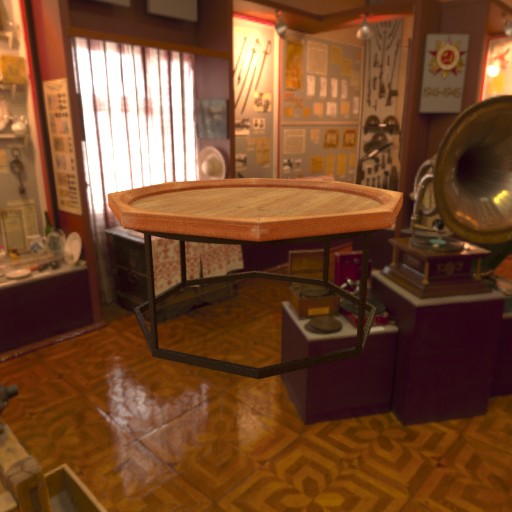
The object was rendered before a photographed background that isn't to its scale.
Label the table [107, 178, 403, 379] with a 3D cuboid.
[{"bbox_3d":[0.000,0.000,1.560,1.002,0.444,1.002,0,16,0],"label":"table"}]
